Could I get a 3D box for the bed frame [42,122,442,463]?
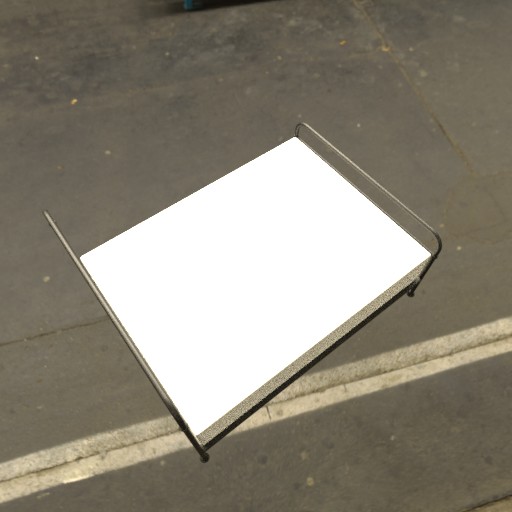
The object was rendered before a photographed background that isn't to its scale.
[{"bbox_3d":[0.000,0.000,3.272,2.203,1.276,1.664,-33,64,-19],"label":"bed frame"}]
